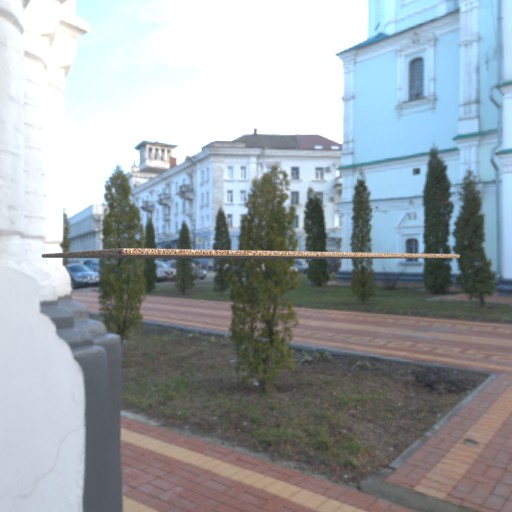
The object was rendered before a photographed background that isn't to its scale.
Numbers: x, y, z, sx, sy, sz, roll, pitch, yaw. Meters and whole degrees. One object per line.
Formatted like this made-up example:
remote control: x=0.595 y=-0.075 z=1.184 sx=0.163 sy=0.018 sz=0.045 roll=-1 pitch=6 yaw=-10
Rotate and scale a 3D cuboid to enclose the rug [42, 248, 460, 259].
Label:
rug: x=0.000 y=0.000 z=3.445 sx=2.743 sy=0.030 sz=1.778 roll=1 pitch=-1 yaw=-36
